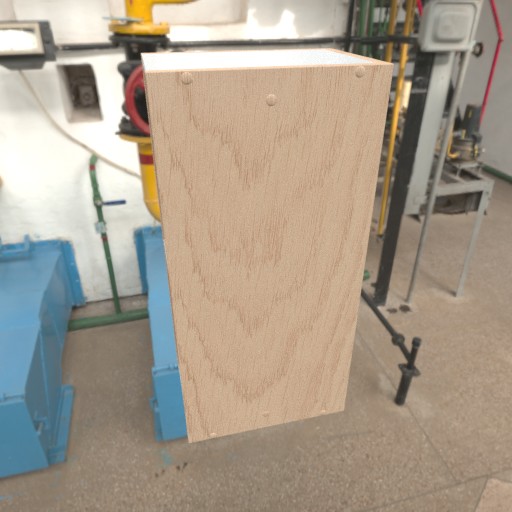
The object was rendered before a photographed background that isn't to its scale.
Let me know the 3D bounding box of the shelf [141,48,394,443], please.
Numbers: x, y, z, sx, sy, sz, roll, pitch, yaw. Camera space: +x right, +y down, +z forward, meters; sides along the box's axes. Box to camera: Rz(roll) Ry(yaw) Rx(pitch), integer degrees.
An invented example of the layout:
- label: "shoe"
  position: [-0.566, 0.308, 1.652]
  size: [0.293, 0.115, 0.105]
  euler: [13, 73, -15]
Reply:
- label: "shelf"
  position: [0.000, 0.000, 0.731]
  size: [0.290, 0.600, 0.200]
  euler: [-7, 31, -12]
